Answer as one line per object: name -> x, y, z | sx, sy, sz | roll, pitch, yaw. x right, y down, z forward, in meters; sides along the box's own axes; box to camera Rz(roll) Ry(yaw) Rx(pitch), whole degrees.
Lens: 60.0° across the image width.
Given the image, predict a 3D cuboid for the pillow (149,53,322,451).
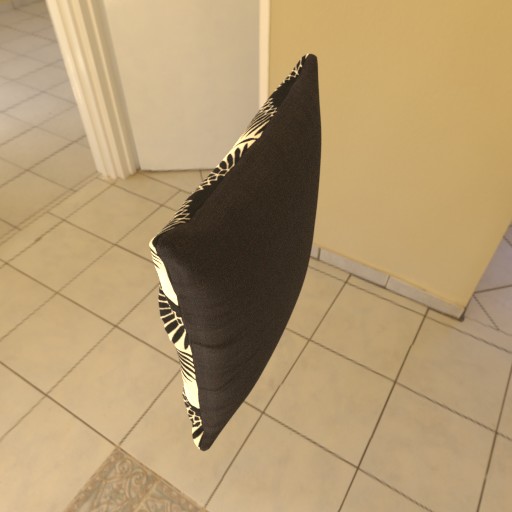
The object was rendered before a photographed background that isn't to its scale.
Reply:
pillow -> 0.000, 0.000, 0.652 | 0.139, 0.432, 0.432 | 16, 48, 15
